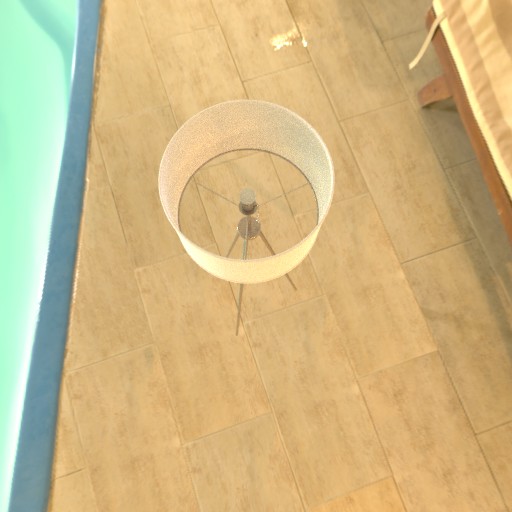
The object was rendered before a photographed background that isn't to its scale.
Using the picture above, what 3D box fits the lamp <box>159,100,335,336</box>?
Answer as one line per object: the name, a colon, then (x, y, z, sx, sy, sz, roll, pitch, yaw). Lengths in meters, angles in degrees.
lamp: (0.000, 0.000, 1.775, 0.458, 1.545, 0.448, -13, 76, -3)
